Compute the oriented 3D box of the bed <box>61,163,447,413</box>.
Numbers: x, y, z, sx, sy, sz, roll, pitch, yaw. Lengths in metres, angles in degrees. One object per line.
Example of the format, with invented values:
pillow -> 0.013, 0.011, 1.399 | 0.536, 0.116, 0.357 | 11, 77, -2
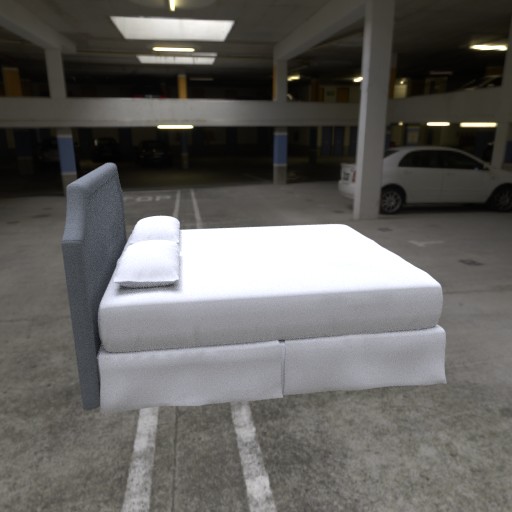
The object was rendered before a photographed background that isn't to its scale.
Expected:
bed -> 0.000, 0.000, 3.326 | 2.259, 1.296, 1.811 | -3, 17, -9
